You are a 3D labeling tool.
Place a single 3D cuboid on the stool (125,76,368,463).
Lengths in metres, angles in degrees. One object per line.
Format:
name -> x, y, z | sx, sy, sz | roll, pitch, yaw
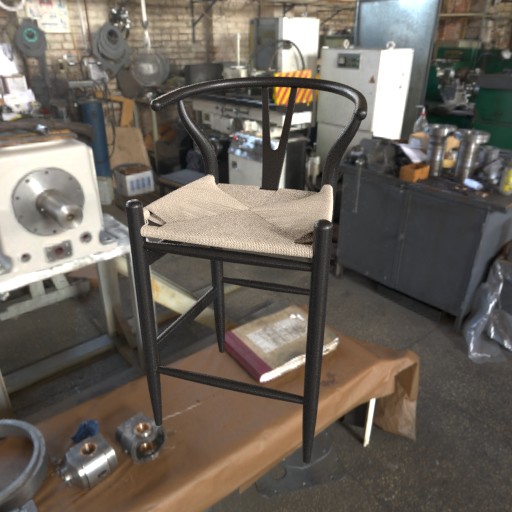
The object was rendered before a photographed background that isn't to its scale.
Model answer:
stool -> 0.000, 0.000, 1.337 | 0.569, 0.970, 0.579 | 8, 27, 15
